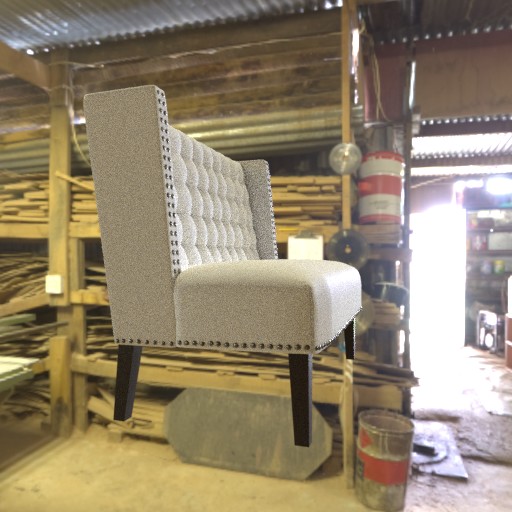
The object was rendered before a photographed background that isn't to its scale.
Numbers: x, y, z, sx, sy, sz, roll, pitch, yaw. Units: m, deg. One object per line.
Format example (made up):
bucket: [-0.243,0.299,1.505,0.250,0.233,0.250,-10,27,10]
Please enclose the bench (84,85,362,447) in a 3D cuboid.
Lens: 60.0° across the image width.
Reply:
bench: [0.000,0.000,1.990,0.847,1.123,1.280,0,0,19]
